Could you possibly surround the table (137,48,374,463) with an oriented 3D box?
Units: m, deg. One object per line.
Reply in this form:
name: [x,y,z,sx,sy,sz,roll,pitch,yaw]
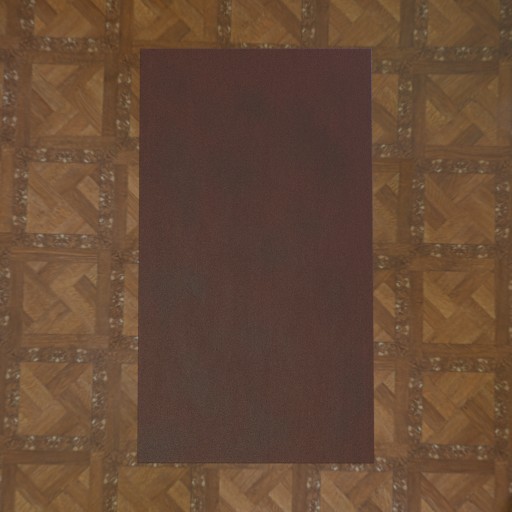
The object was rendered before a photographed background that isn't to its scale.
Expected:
table: [0.000,0.000,1.231,0.533,0.456,0.943,0,89,0]
